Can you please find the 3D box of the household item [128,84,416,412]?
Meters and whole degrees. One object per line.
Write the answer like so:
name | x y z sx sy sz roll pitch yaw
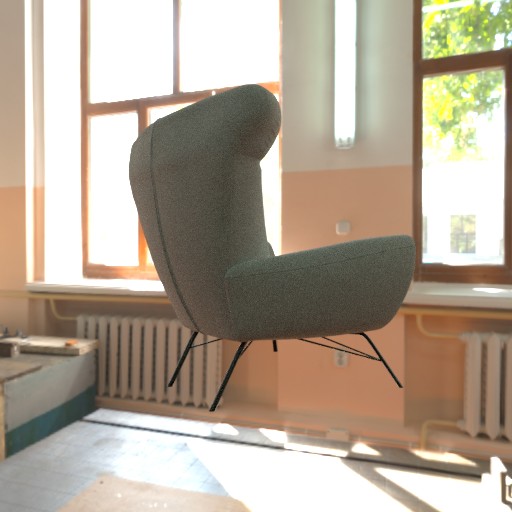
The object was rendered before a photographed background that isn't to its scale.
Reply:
household item | 0.000 0.000 1.818 0.900 1.050 0.980 0 1 -37
